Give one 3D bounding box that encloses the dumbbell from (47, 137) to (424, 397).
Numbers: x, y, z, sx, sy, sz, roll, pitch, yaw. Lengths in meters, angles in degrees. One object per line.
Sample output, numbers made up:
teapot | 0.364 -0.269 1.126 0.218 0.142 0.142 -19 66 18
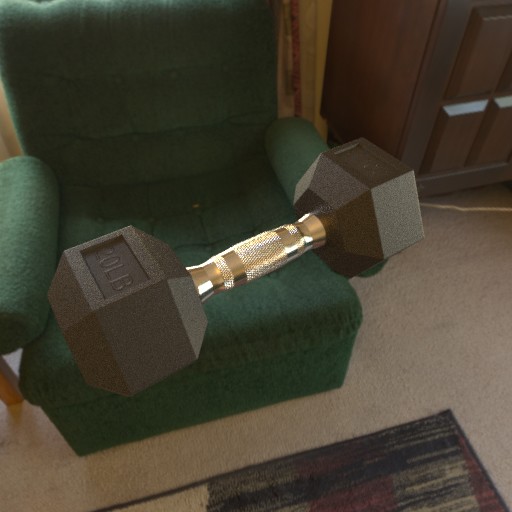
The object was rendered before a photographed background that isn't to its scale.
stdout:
dumbbell | 0.000 0.000 0.352 0.297 0.101 0.116 -25 50 -22
